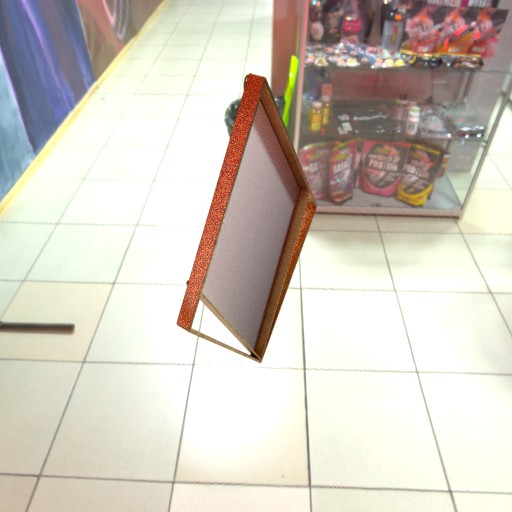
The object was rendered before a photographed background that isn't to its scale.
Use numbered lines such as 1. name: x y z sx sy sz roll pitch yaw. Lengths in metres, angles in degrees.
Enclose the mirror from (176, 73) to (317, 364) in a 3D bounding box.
1. mirror: 0.000 0.000 0.844 0.032 0.679 0.419 25 48 25
